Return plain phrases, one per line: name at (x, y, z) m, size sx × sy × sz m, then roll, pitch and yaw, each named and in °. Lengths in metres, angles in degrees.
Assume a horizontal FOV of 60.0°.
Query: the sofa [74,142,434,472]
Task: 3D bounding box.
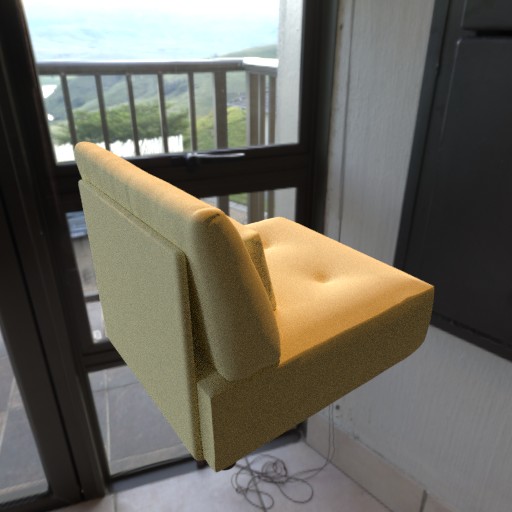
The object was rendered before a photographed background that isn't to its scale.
sofa at (0.000, 0.000, 1.675) m, size 1.000 × 0.820 × 0.930 m, roll -18°, pitch 31°, yaw -32°
